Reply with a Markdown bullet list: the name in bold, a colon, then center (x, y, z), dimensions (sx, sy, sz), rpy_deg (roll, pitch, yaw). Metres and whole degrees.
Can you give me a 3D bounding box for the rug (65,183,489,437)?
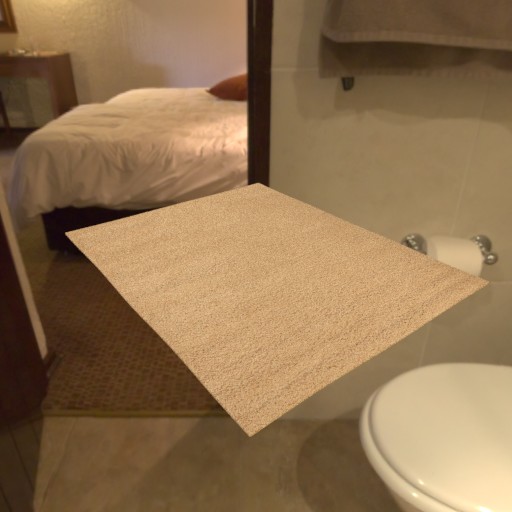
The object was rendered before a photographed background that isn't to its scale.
- **rug**: center (0.000, 0.000, 3.942), dimensions (2.400, 0.026, 3.000), rpy_deg (-20, 35, -32)
